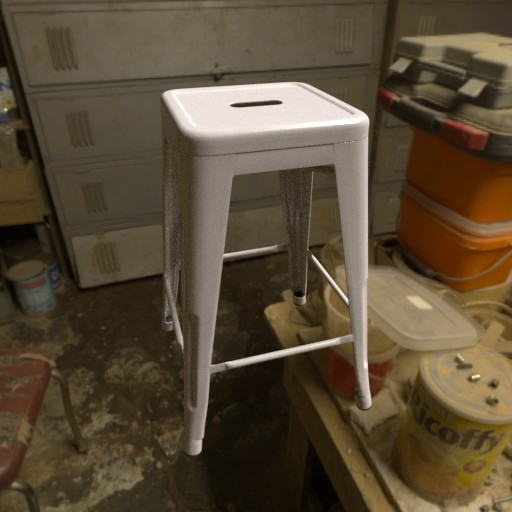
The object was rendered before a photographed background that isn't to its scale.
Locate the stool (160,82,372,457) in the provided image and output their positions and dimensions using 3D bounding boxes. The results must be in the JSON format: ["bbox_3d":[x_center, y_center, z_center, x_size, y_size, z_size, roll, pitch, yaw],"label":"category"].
[{"bbox_3d":[0.000,0.000,0.903,0.406,0.610,0.406,-9,33,-14],"label":"stool"}]
